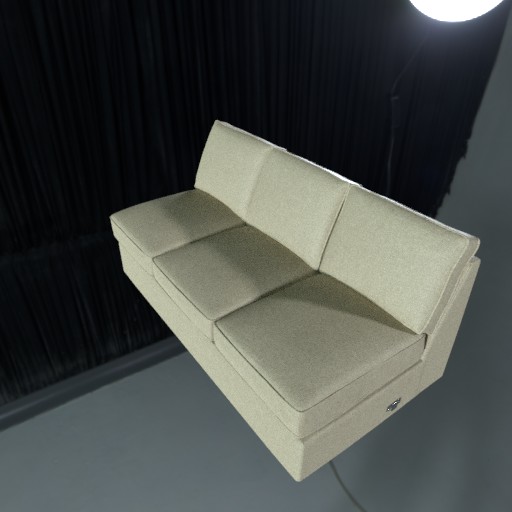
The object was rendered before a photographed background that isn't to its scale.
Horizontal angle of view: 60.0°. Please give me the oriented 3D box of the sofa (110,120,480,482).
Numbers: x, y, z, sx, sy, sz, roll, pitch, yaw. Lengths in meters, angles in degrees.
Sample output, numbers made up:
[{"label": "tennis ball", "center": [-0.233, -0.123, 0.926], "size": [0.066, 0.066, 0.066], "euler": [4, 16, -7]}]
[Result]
[{"label": "sofa", "center": [0.000, 0.000, 2.486], "size": [1.027, 0.973, 1.962], "euler": [-21, 38, -29]}]
